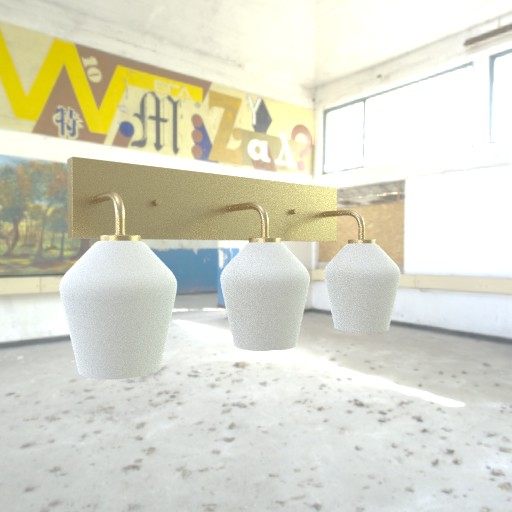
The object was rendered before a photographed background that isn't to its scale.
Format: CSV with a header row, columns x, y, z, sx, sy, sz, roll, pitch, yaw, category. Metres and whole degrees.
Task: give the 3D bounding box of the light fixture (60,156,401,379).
x,y,z,sx,sy,sz,roll,pitch,yaw,category
0.000,0.000,0.722,0.609,0.280,0.190,-1,1,-37,light fixture
